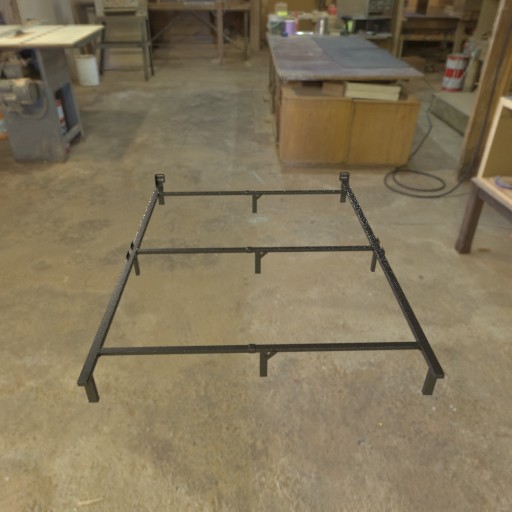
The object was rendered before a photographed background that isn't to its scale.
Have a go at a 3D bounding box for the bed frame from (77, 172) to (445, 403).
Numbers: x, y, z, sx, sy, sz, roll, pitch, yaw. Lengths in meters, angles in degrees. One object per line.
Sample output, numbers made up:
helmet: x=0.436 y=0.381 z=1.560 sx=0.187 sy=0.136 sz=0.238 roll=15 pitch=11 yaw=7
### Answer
bed frame: x=0.000 y=0.000 z=2.648 sx=1.498 sy=0.248 sz=1.990 roll=-1 pitch=33 yaw=-1
